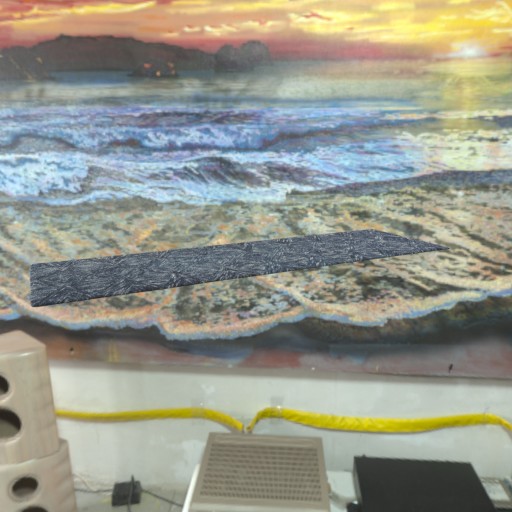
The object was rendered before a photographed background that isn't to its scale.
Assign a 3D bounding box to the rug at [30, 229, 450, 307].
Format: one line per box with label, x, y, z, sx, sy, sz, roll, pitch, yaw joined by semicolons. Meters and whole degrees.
rug;0.000;0.000;2.522;2.306;0.013;0.719;-7;16;-26
